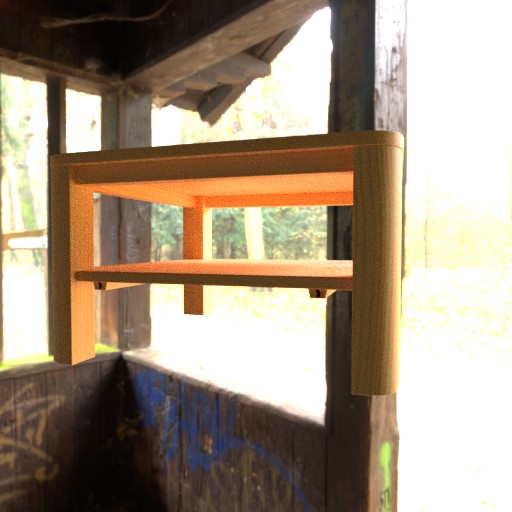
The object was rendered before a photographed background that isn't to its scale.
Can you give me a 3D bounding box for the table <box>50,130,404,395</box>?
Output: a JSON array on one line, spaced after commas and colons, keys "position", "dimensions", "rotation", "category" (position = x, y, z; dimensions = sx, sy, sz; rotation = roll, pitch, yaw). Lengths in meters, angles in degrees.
[{"position": [0.000, 0.000, 1.202], "dimensions": [0.750, 0.450, 0.750], "rotation": [1, 2, 18], "category": "table"}]
